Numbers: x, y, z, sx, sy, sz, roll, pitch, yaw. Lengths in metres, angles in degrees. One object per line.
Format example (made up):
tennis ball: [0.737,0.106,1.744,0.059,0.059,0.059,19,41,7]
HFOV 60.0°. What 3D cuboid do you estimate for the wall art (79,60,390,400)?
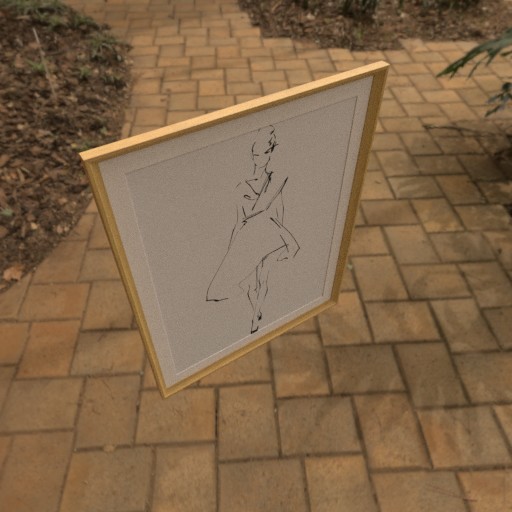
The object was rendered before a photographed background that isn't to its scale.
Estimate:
wall art: [0.000,0.000,1.362,0.798,1.002,0.030,-25,51,-22]
